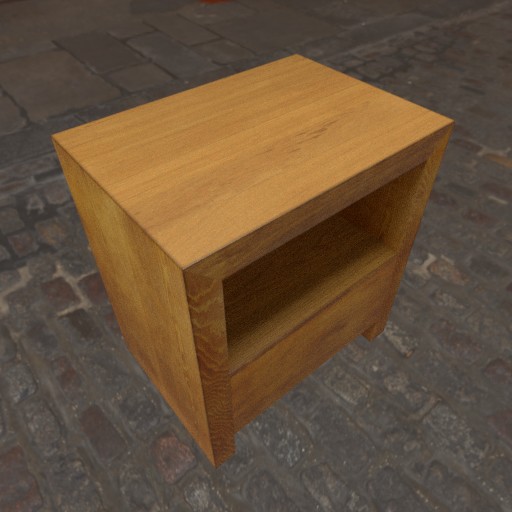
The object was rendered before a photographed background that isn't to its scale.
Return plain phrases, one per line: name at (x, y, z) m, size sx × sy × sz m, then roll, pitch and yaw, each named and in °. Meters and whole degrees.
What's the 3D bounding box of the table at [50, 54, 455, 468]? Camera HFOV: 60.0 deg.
table at (0.000, 0.000, 0.951) m, size 0.550 × 0.605 × 0.400 m, roll -30°, pitch 52°, yaw -27°
